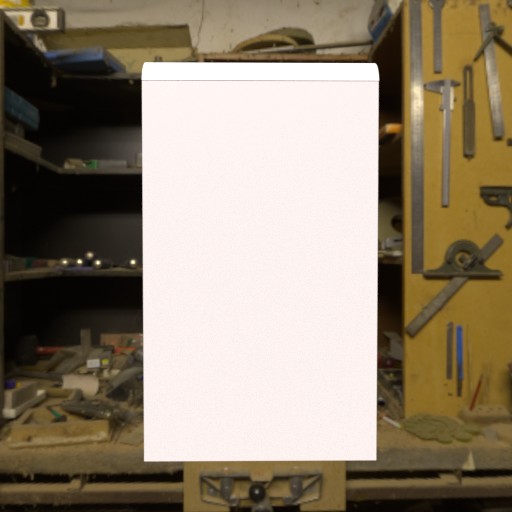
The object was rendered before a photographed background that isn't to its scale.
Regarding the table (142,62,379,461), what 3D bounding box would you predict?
[{"bbox_3d":[0.000,0.000,0.866,0.350,0.590,0.450,0,1,-1],"label":"table"}]
